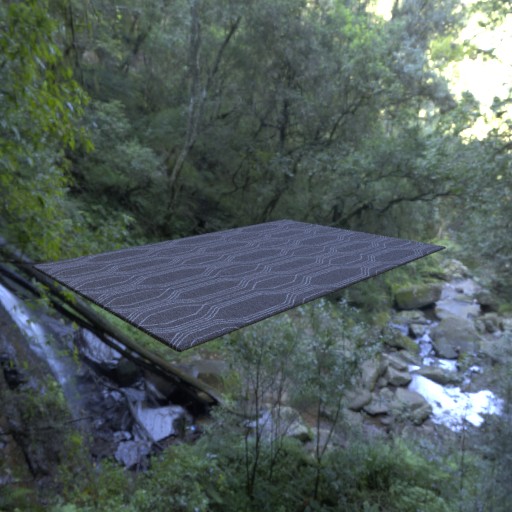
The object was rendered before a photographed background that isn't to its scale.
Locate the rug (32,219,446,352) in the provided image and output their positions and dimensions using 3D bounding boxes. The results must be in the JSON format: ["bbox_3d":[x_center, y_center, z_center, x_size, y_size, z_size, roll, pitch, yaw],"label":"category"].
[{"bbox_3d":[0.000,0.000,2.337,1.836,0.012,1.239,-14,20,-42],"label":"rug"}]
